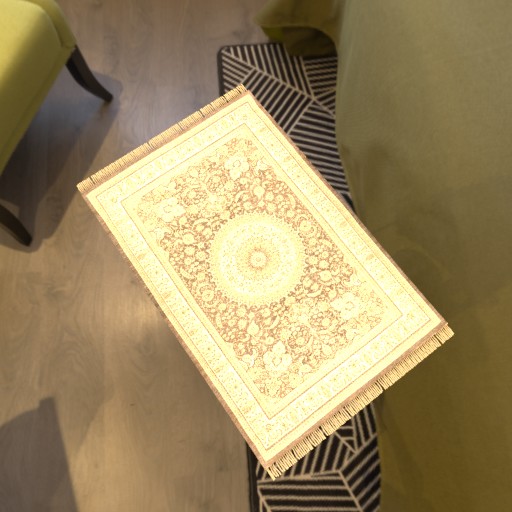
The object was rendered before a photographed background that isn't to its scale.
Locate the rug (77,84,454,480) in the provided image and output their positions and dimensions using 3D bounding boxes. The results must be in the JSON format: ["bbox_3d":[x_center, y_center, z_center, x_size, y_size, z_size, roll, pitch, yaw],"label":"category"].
[{"bbox_3d":[0.000,0.000,4.366,2.143,0.015,3.422,-35,76,-10],"label":"rug"}]
